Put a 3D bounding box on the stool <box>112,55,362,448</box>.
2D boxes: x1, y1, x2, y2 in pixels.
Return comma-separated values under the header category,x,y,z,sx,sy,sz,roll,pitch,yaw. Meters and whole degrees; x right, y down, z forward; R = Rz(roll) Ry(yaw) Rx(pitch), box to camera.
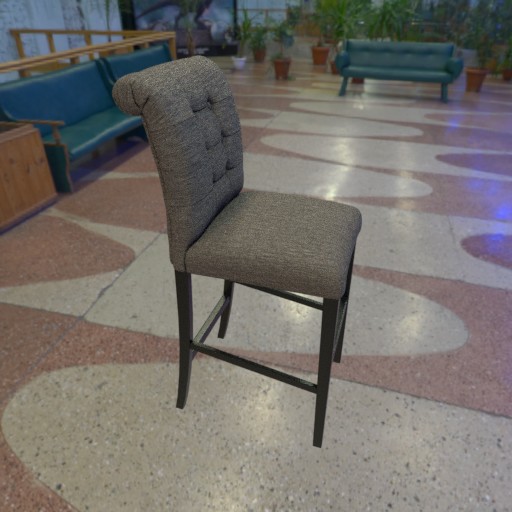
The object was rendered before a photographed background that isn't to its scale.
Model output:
category,x,y,z,sx,sy,sz,roll,pitch,yaw
stool,0.000,0.000,1.428,0.613,1.131,0.452,9,32,15
